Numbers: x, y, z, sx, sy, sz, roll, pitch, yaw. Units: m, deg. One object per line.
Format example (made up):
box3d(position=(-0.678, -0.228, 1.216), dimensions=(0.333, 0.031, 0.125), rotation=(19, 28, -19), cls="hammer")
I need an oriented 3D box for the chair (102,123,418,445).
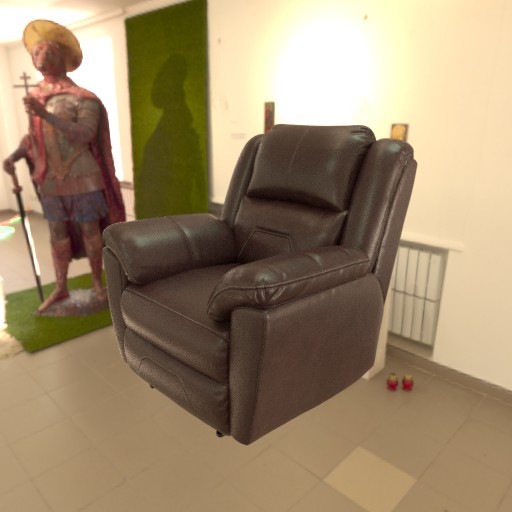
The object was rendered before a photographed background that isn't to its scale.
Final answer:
box3d(position=(0.000, 0.000, 1.934), dimensions=(0.990, 1.093, 1.041), rotation=(16, 24, 42), cls="chair")
